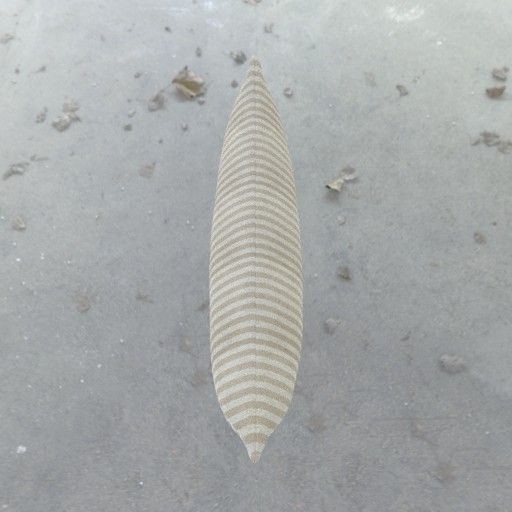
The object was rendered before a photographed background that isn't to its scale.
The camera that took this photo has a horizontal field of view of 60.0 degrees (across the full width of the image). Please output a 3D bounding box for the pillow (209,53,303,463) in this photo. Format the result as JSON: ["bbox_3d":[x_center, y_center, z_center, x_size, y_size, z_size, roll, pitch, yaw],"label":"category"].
[{"bbox_3d":[0.000,0.000,0.735,0.151,0.295,0.617,0,63,0],"label":"pillow"}]
